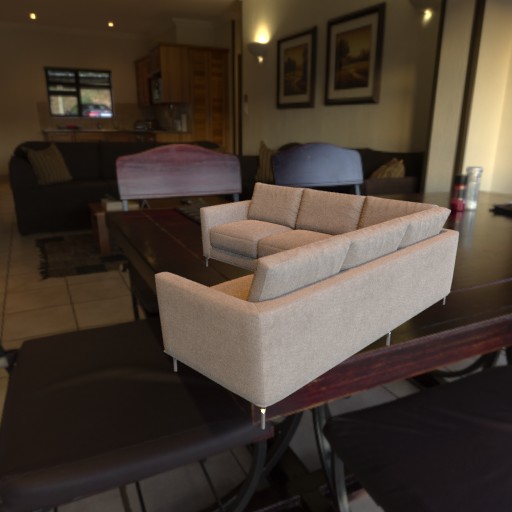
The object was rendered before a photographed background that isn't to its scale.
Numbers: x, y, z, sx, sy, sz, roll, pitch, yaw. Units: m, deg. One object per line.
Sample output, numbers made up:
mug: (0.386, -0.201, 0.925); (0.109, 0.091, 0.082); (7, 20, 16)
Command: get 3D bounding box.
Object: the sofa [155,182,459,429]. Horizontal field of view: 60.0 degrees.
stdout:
sofa: (0.000, 0.000, 3.724); (2.438, 0.864, 2.438); (16, 22, 42)
